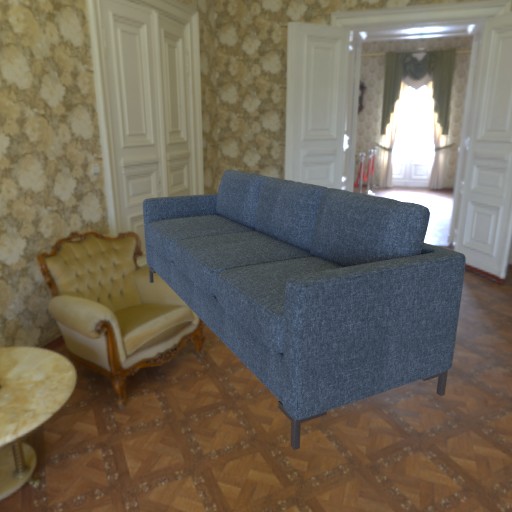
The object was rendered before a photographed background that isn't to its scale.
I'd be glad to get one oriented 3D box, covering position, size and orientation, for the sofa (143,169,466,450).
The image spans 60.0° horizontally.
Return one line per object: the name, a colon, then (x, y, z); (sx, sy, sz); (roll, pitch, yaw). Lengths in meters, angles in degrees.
sofa: (0.000, 0.000, 2.657); (0.859, 0.874, 2.218); (-8, 17, -26)
